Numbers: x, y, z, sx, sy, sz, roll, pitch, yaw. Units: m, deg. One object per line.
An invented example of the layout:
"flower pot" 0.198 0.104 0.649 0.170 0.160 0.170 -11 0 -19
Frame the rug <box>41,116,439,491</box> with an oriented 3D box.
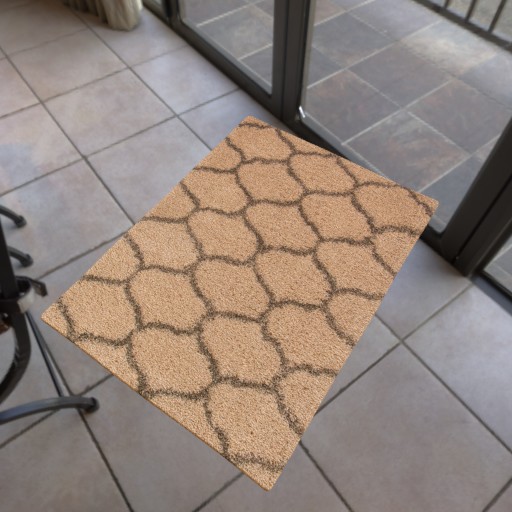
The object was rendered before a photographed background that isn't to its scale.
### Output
"rug" 0.000 0.000 2.108 1.200 0.025 1.600 30 62 18
